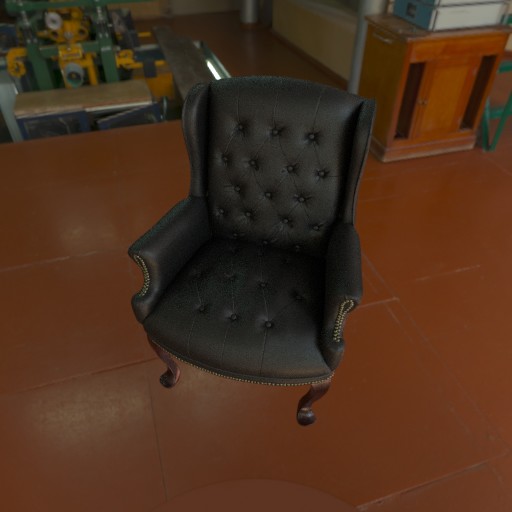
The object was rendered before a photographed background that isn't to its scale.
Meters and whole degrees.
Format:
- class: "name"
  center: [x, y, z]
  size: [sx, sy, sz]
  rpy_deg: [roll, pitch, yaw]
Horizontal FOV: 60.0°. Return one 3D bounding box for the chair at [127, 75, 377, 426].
- class: "chair"
  center: [0.000, 0.000, 1.712]
  size: [0.831, 1.133, 0.822]
  rpy_deg: [11, 43, 12]
